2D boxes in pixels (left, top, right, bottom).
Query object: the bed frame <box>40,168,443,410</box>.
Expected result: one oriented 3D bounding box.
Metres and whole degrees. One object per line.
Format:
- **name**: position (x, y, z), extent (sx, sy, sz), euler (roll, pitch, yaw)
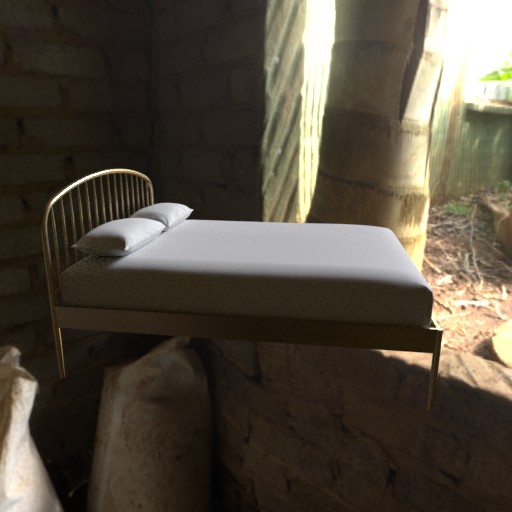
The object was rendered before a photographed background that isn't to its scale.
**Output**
- **bed frame**: position (0.000, 0.000, 3.113), extent (2.152, 1.175, 1.612), euler (2, 16, 8)
